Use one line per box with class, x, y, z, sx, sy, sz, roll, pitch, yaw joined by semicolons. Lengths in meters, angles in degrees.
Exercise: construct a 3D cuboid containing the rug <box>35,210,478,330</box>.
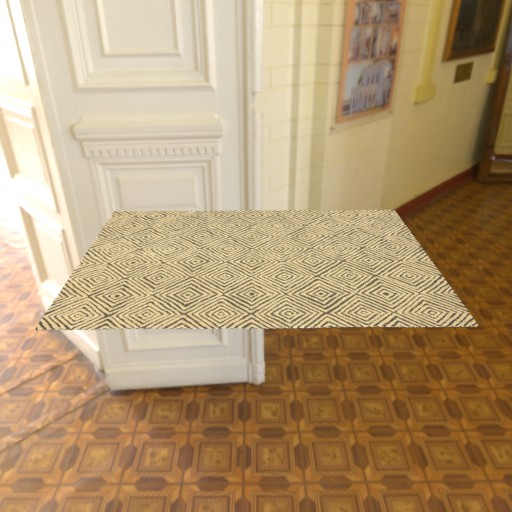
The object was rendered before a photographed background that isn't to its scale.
rug;0.000;0.000;2.257;1.750;0.004;1.177;0;29;-1
